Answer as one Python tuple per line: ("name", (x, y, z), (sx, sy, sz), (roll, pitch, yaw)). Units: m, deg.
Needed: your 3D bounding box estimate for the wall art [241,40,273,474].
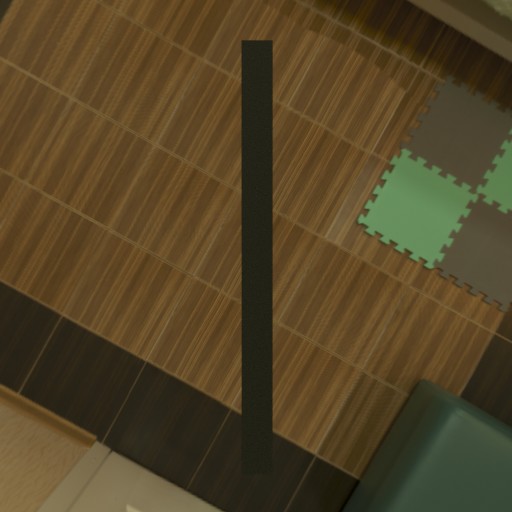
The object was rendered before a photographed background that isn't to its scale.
("wall art", (0.000, 0.000, 0.745), (0.033, 0.559, 0.457), (0, 90, 0))
